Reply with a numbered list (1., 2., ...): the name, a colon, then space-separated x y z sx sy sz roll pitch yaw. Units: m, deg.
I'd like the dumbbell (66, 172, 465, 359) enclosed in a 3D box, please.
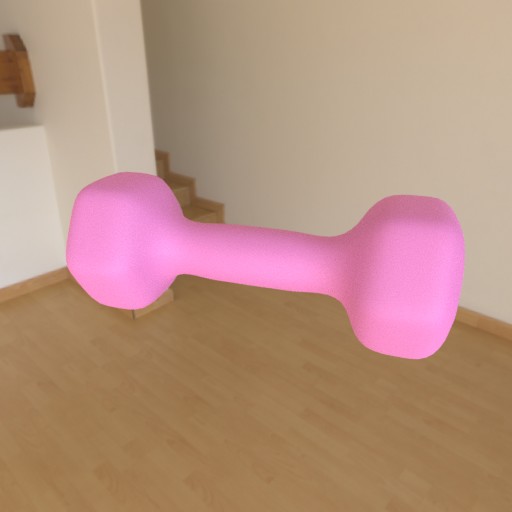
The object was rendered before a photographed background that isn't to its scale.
1. dumbbell: 0.000 0.000 0.188 0.159 0.058 0.064 8 26 16
